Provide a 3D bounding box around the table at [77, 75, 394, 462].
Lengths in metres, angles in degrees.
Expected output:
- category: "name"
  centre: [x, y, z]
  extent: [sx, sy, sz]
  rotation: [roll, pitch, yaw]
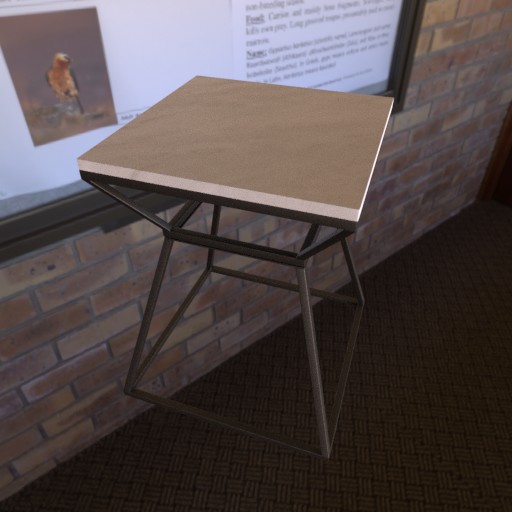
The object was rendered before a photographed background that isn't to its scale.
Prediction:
- category: "table"
  centre: [0.000, 0.000, 0.906]
  extent: [0.455, 0.559, 0.455]
  rotation: [12, 41, 15]
